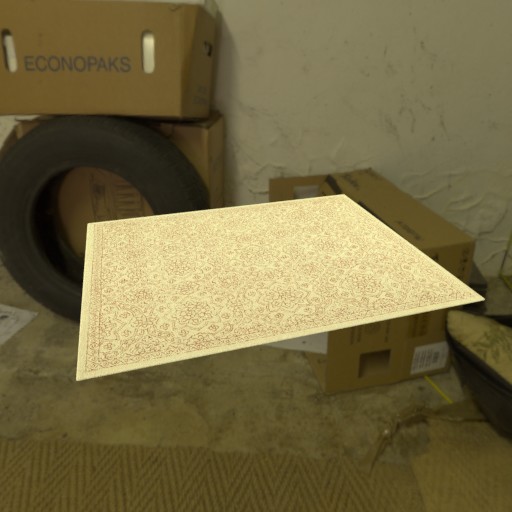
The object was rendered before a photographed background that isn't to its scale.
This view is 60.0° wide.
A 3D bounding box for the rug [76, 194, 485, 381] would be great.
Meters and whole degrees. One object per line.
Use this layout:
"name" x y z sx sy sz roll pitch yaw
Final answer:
"rug" 0.000 0.000 4.139 3.050 0.015 2.441 -8 30 -15
